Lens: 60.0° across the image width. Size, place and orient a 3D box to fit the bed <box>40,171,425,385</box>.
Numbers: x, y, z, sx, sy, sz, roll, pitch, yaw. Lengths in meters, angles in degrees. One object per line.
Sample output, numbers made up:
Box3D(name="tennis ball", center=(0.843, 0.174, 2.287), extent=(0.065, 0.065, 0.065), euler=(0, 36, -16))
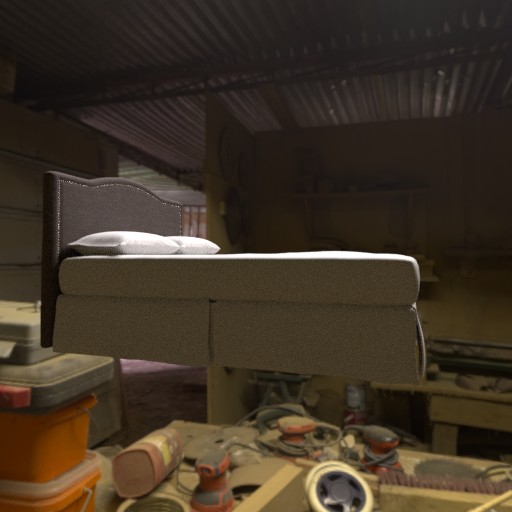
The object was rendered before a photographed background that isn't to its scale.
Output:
Box3D(name="bed", center=(0.000, 0.000, 3.839), extent=(2.689, 1.457, 2.161), euler=(0, 0, 18))
